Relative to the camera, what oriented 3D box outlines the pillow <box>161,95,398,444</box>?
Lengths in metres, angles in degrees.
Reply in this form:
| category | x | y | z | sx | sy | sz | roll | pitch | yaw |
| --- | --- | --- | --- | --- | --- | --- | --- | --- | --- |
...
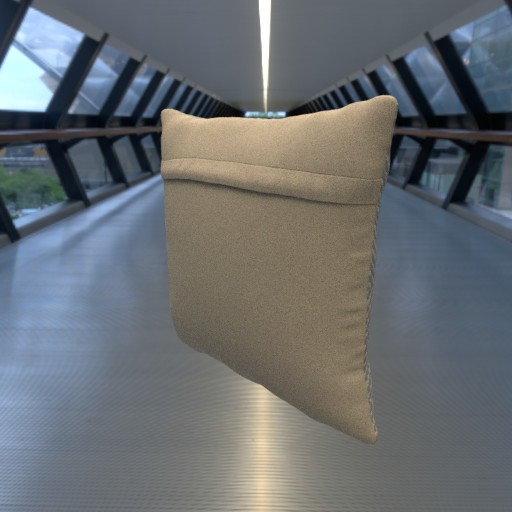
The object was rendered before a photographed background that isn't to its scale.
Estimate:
| category | x | y | z | sx | sy | sz | roll | pitch | yaw |
| --- | --- | --- | --- | --- | --- | --- | --- | --- | --- |
| pillow | 0.000 | 0.000 | 0.703 | 0.181 | 0.458 | 0.459 | -15 | 21 | -42 |
